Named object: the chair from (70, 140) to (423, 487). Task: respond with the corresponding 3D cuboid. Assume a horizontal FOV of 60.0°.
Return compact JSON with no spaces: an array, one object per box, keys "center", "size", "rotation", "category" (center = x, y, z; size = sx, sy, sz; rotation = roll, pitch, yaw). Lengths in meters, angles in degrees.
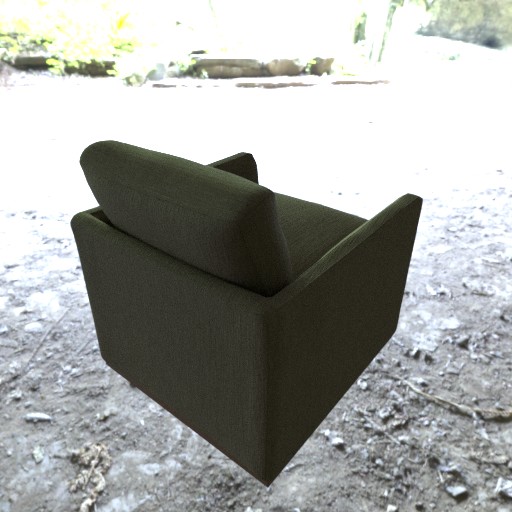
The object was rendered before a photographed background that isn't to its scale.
[{"center":[0.000,0.000,1.449],"size":[0.763,0.811,0.834],"rotation":[22,37,33],"category":"chair"}]
